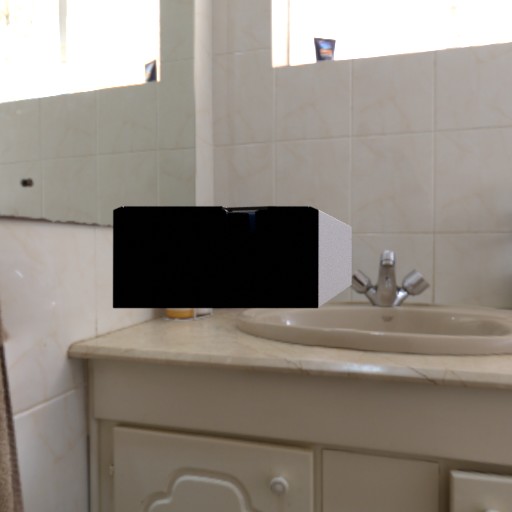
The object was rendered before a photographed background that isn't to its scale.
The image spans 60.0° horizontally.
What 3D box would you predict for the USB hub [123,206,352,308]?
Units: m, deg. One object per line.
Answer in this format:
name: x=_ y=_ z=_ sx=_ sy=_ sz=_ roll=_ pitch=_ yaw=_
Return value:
USB hub: x=0.000 y=0.000 z=0.128 sx=0.044 sy=0.023 sz=0.110 roll=0 pitch=1 yaw=18
